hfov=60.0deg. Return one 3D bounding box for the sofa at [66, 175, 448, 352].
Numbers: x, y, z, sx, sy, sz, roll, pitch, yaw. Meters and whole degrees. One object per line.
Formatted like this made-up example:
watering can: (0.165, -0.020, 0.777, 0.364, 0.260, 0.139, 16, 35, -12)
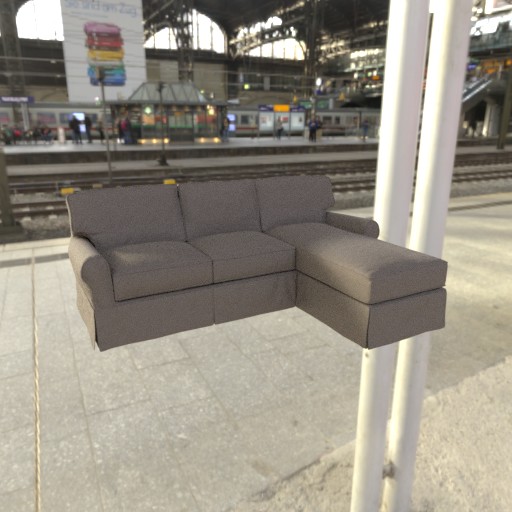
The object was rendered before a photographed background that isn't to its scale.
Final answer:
sofa: (0.000, 0.000, 3.325, 2.475, 0.978, 1.733, -9, 19, -27)
